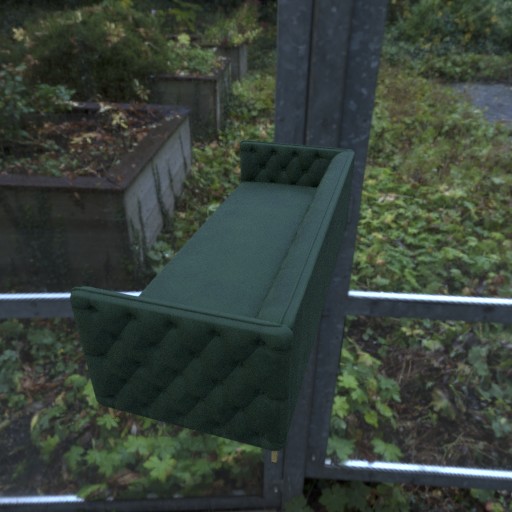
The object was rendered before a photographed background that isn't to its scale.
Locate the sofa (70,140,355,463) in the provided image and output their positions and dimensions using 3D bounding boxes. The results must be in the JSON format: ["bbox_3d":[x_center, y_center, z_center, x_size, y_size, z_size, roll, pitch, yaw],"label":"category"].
[{"bbox_3d":[0.000,0.000,2.667,0.895,0.771,2.209,9,32,14],"label":"sofa"}]
